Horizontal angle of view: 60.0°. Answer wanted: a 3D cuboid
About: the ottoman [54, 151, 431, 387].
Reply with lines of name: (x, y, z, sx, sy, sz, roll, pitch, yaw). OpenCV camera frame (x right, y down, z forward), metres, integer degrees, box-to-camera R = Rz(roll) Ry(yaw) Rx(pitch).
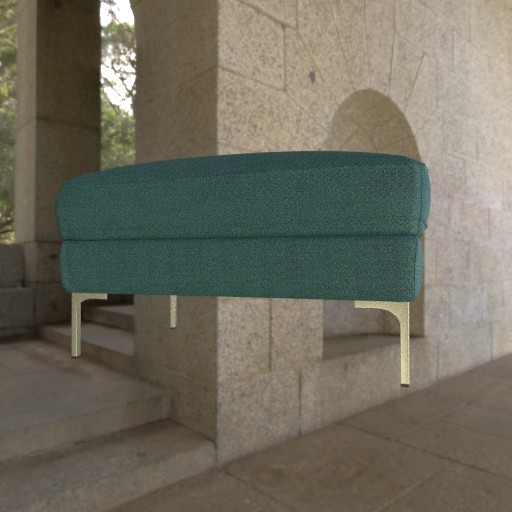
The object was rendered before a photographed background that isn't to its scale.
ottoman: (0.000, 0.000, 1.189, 0.856, 0.498, 0.563, 0, -1, 18)
